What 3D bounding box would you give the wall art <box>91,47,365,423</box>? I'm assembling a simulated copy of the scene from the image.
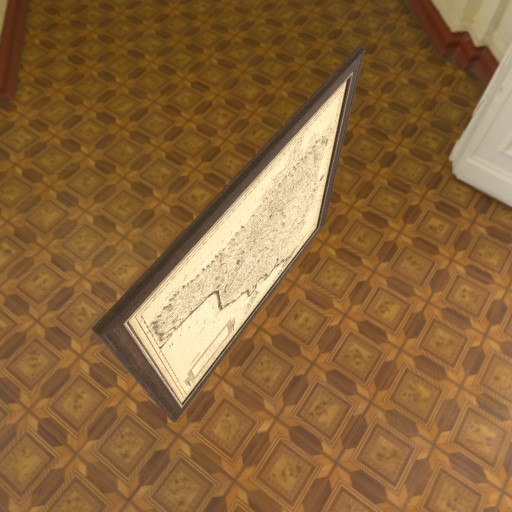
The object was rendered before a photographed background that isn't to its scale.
[{"bbox_3d":[0.000,0.000,1.411,0.023,0.875,1.033,31,64,17],"label":"wall art"}]
